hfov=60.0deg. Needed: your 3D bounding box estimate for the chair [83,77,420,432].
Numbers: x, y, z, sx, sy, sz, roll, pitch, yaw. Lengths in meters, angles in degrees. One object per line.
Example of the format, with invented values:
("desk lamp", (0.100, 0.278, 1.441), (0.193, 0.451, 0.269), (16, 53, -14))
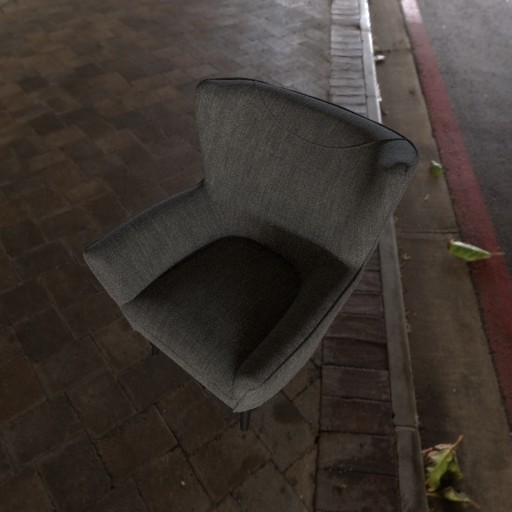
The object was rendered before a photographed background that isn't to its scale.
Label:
("chair", (0.000, 0.000, 1.581), (0.781, 0.933, 0.888), (31, 55, 25))
